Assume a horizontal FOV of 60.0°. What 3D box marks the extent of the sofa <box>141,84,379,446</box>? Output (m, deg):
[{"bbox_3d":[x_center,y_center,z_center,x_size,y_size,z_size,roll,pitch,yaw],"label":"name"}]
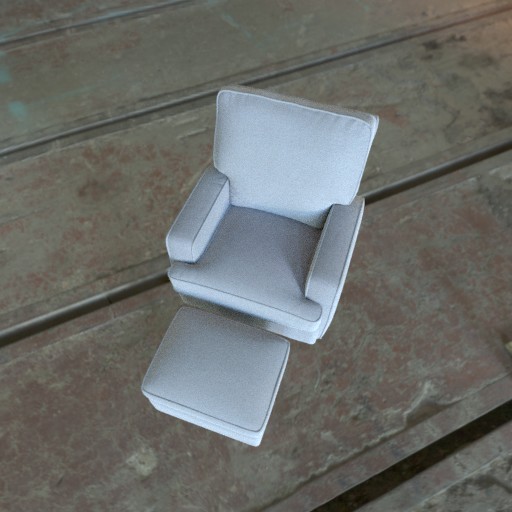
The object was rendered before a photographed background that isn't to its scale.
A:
[{"bbox_3d":[0.000,0.000,2.104,0.861,0.959,1.472,16,58,11],"label":"sofa"}]
